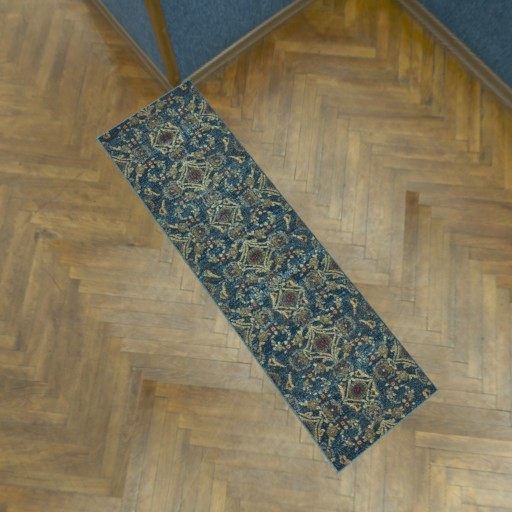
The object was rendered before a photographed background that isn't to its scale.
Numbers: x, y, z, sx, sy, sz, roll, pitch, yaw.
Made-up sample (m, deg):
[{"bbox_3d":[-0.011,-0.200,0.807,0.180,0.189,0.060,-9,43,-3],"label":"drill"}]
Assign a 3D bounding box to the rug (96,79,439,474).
[{"bbox_3d":[0.000,0.000,2.478,0.685,0.014,2.292,-36,79,-8],"label":"rug"}]
